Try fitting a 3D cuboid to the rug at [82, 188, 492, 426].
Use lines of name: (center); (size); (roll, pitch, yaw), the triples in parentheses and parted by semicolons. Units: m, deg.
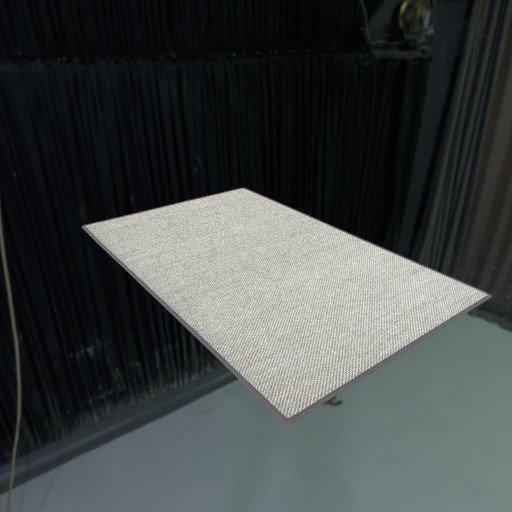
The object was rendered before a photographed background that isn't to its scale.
rug: (0.000, 0.000, 2.048); (1.067, 0.013, 1.676); (-19, 33, -33)
